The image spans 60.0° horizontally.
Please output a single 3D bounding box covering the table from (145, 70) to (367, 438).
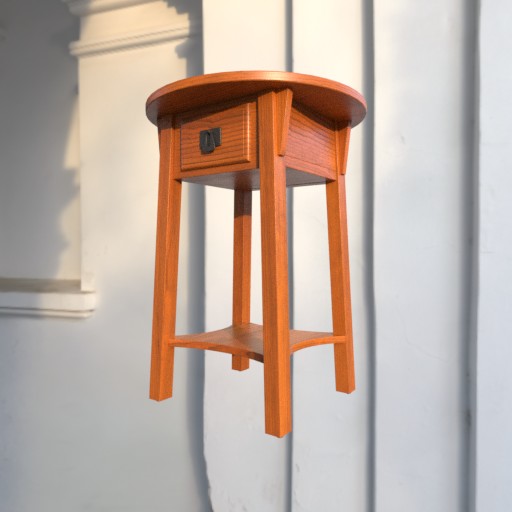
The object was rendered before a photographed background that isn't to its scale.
[{"bbox_3d":[0.000,0.000,0.950,0.457,0.610,0.457,0,1,0],"label":"table"}]
